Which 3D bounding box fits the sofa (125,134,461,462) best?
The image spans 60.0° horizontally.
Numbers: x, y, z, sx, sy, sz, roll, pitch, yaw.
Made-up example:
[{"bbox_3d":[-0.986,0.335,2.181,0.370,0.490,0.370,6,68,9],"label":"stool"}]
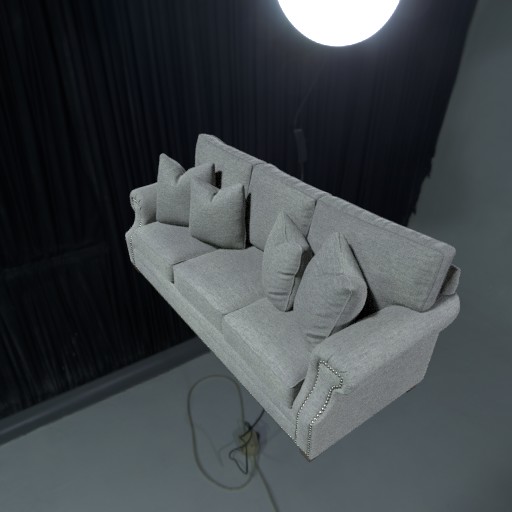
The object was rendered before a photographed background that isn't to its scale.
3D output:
[{"bbox_3d":[0.000,0.000,2.823,0.965,0.975,2.312,-21,38,-30],"label":"sofa"}]
